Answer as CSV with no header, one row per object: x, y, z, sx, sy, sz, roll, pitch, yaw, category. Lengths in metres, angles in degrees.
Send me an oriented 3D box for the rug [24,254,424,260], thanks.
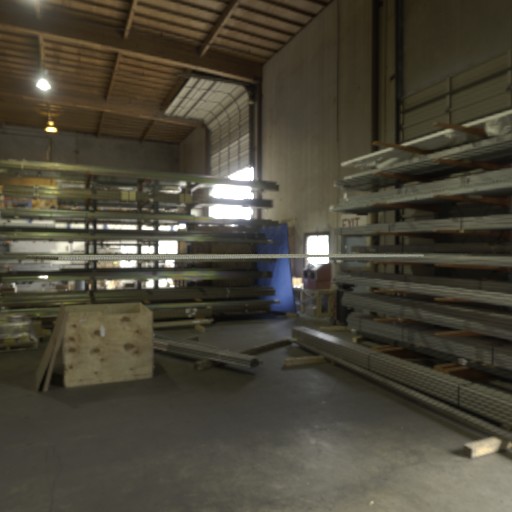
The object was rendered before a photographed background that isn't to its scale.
0.000,0.000,2.538,2.276,0.014,0.678,0,1,-36,rug
